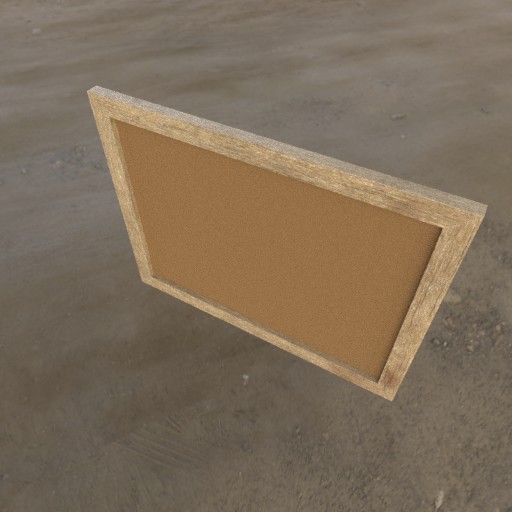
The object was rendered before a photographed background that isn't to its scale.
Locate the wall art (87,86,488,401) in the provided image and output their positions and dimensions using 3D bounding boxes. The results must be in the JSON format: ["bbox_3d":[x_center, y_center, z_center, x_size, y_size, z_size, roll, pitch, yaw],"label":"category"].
[{"bbox_3d":[0.000,0.000,0.889,0.690,0.535,0.026,22,51,20],"label":"wall art"}]
